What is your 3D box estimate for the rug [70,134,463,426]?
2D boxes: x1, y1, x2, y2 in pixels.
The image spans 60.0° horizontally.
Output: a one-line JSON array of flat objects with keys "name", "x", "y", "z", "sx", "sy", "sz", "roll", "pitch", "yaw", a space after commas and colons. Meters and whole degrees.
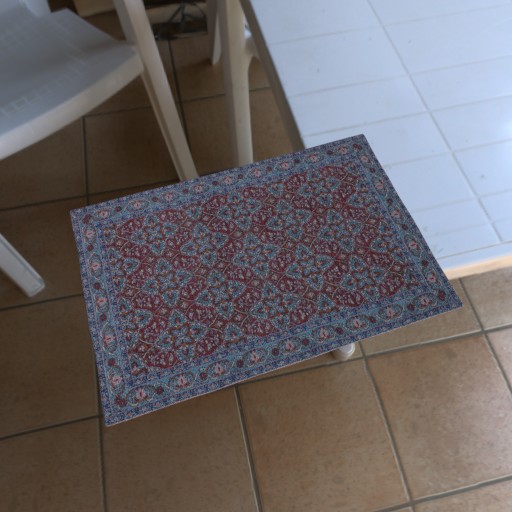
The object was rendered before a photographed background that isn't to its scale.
[{"name": "rug", "x": 0.000, "y": 0.000, "z": 2.387, "sx": 1.829, "sy": 0.009, "sz": 1.219, "roll": -16, "pitch": 64, "yaw": -8}]
